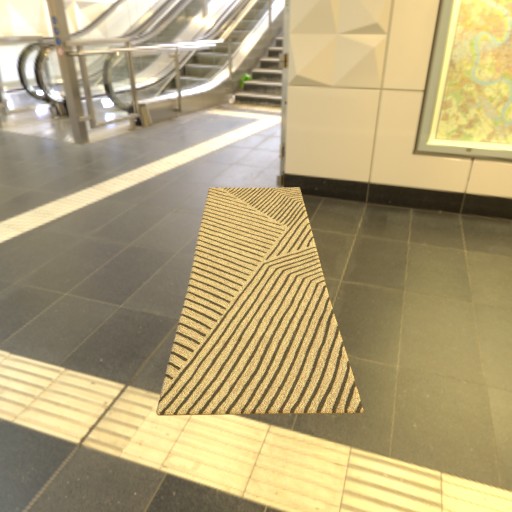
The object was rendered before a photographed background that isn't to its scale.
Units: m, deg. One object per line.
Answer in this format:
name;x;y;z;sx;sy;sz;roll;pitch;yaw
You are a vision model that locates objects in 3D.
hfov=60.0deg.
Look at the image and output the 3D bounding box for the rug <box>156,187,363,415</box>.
rug;0.000;0.000;2.706;0.773;0.020;2.439;0;29;-1
